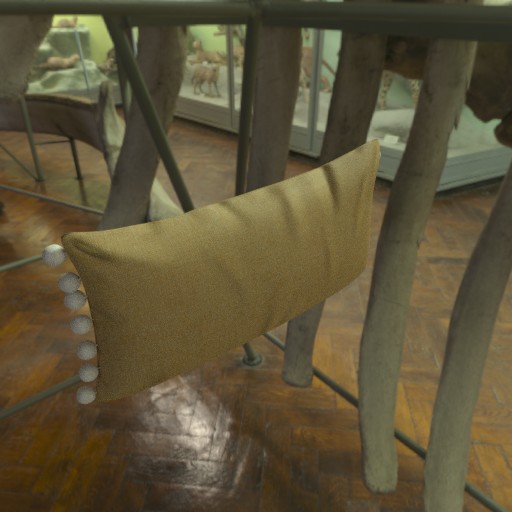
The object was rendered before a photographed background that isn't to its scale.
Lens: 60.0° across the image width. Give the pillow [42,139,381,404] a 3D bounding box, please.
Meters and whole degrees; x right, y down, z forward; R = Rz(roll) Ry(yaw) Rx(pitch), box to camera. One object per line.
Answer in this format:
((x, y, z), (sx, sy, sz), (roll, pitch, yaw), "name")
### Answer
((0.000, 0.000, 0.817), (0.709, 0.322, 0.201), (-22, 37, -33), "pillow")
